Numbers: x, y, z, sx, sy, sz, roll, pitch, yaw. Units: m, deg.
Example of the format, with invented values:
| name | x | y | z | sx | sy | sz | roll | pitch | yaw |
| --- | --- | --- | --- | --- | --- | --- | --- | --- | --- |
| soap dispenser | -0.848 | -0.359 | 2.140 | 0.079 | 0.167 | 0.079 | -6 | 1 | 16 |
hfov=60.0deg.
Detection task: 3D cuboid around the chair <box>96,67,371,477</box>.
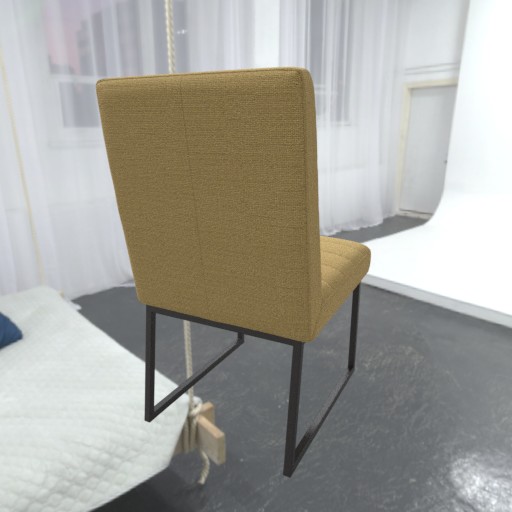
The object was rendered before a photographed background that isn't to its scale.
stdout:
| name | x | y | z | sx | sy | sz | roll | pitch | yaw |
| --- | --- | --- | --- | --- | --- | --- | --- | --- | --- |
| chair | 0.000 | 0.000 | 1.267 | 0.520 | 0.930 | 0.634 | 9 | 19 | 27 |
